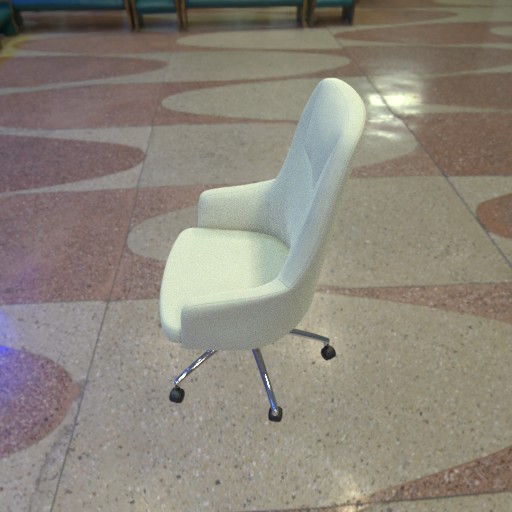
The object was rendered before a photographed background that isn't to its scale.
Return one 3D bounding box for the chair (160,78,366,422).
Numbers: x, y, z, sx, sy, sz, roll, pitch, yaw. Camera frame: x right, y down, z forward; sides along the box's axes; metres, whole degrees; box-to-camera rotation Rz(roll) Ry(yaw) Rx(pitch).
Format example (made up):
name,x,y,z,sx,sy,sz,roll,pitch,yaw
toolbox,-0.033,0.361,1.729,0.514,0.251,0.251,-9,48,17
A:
name,x,y,z,sx,sy,sz,roll,pitch,yaw
chair,0.000,0.000,1.467,0.640,1.049,0.620,0,40,0
